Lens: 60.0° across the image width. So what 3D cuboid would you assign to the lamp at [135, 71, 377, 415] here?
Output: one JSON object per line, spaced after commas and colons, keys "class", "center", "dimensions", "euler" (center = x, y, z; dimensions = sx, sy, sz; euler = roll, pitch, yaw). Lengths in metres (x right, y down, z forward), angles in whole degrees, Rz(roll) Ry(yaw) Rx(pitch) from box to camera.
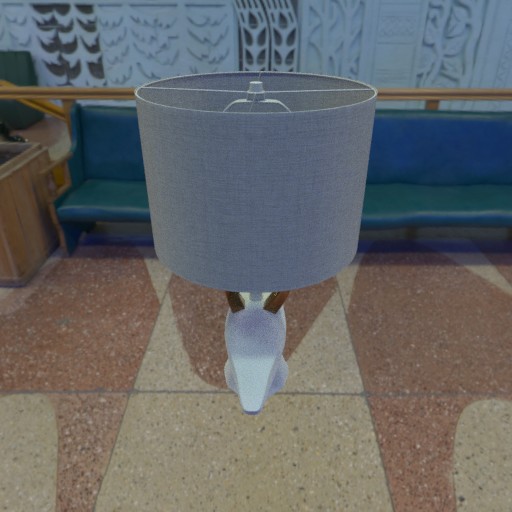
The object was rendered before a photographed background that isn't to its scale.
{"class": "lamp", "center": [0.000, 0.000, 0.682], "dimensions": [0.298, 0.503, 0.298], "euler": [1, 30, 2]}
